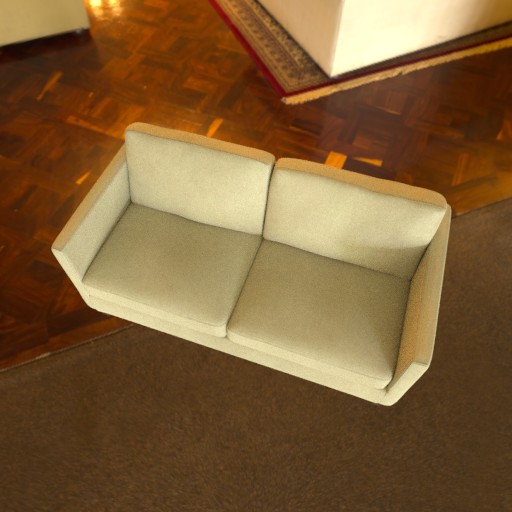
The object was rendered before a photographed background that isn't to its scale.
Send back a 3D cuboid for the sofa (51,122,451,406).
[{"bbox_3d":[0.000,0.000,2.427,1.846,0.940,0.950,16,58,10],"label":"sofa"}]
